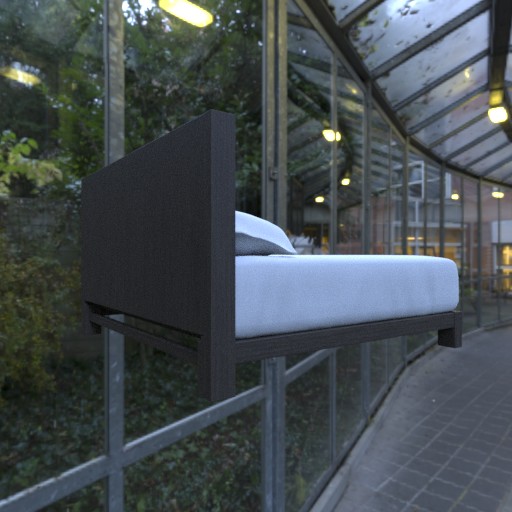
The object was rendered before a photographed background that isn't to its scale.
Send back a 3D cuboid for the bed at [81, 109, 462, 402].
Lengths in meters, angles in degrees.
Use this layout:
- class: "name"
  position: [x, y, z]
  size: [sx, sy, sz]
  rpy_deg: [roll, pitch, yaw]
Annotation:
- class: "bed"
  position: [0.000, 0.000, 3.372]
  size: [2.012, 1.270, 2.134]
  rpy_deg: [0, 0, -36]
